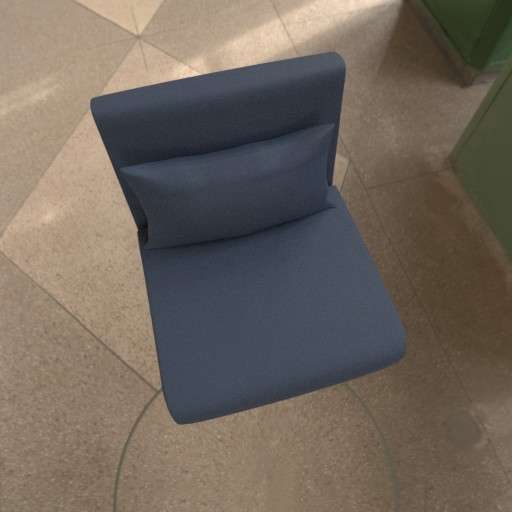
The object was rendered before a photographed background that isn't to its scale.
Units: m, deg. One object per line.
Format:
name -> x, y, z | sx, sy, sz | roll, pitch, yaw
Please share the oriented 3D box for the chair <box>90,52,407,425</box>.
chair -> 0.000, 0.000, 1.473 | 0.770, 0.808, 0.900 | -14, 63, -7
